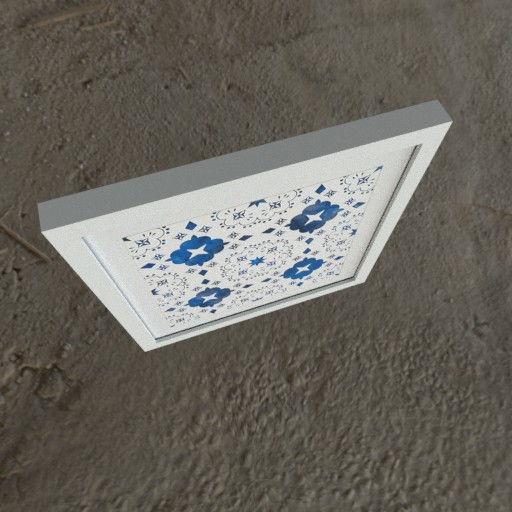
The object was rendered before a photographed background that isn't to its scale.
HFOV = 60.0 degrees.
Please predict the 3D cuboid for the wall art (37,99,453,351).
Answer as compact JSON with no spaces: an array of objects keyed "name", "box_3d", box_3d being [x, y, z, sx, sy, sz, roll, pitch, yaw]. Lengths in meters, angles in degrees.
[{"name":"wall art","box_3d":[0.000,0.000,0.528,0.355,0.355,0.027,-17,64,-8]}]
